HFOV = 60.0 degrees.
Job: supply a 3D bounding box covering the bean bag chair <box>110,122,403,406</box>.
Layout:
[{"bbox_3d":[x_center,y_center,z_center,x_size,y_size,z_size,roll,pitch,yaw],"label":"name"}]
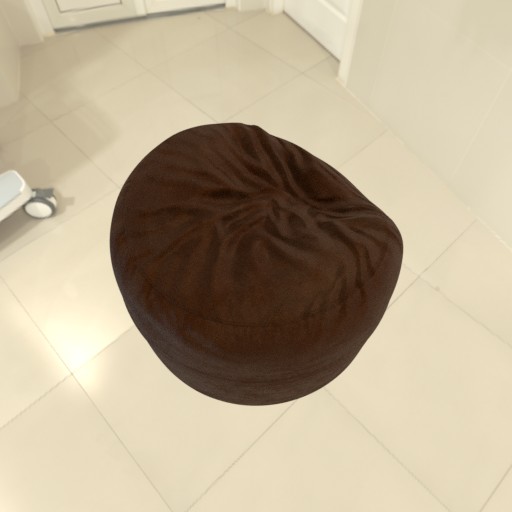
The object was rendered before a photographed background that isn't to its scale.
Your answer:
[{"bbox_3d":[0.000,0.000,1.524,0.918,0.616,0.918,0,58,0],"label":"bean bag chair"}]
